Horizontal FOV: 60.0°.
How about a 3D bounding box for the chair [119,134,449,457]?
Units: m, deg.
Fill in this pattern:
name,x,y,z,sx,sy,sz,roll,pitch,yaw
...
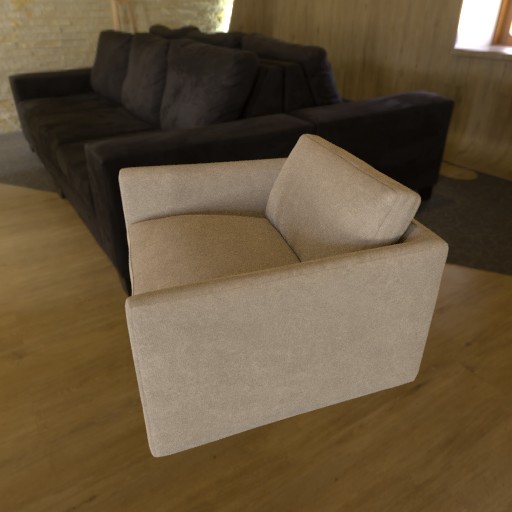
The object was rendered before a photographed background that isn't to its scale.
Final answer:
name,x,y,z,sx,sy,sz,roll,pitch,yaw
chair,0.000,0.000,1.896,1.091,0.845,1.190,-8,30,-14
